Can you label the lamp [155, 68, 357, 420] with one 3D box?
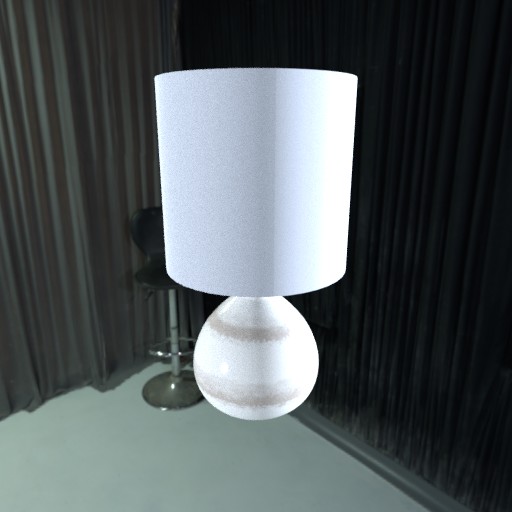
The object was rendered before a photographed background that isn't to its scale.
[{"bbox_3d":[0.000,0.000,0.543,0.217,0.404,0.217,16,23,42],"label":"lamp"}]
